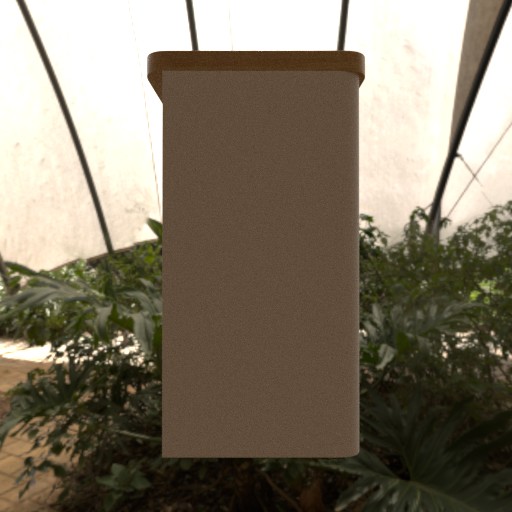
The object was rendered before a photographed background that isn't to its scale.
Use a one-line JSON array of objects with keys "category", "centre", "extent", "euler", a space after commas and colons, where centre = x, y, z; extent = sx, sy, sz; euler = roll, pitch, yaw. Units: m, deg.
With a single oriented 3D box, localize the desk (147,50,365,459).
[{"category": "desk", "centre": [0.000, 0.000, 1.232], "extent": [0.440, 0.790, 0.760], "euler": [0, 0, 0]}]
